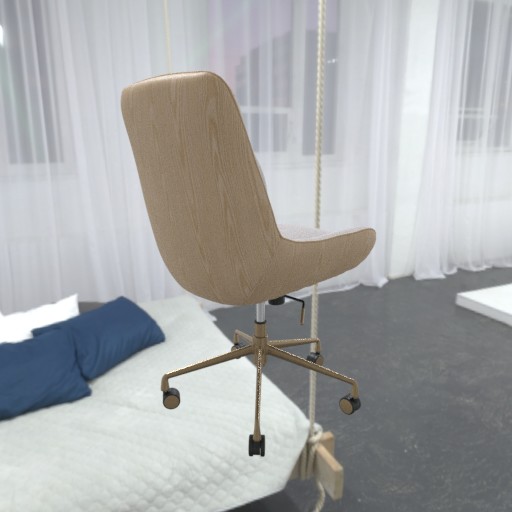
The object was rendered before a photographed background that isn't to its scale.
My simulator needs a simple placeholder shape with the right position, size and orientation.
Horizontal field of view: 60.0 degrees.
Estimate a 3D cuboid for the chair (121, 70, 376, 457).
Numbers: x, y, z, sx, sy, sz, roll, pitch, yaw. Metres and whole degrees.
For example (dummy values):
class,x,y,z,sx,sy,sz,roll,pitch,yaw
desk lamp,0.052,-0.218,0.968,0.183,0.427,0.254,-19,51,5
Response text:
class,x,y,z,sx,sy,sz,roll,pitch,yaw
chair,0.000,0.000,1.329,0.668,0.952,0.564,-13,19,-43
